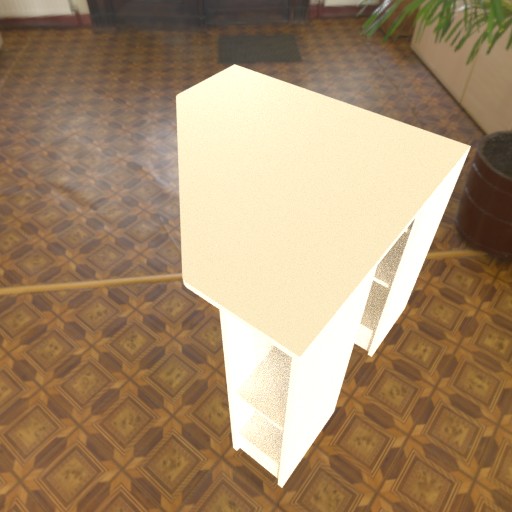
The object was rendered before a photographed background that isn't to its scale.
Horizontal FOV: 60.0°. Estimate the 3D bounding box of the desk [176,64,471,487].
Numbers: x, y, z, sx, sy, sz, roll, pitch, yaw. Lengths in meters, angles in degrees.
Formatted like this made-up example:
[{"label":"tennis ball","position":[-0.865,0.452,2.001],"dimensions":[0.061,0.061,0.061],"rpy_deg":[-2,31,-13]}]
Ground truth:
[{"label":"desk","position":[0.000,0.000,1.598],"dimensions":[0.940,0.818,0.926],"rpy_deg":[30,53,25]}]
